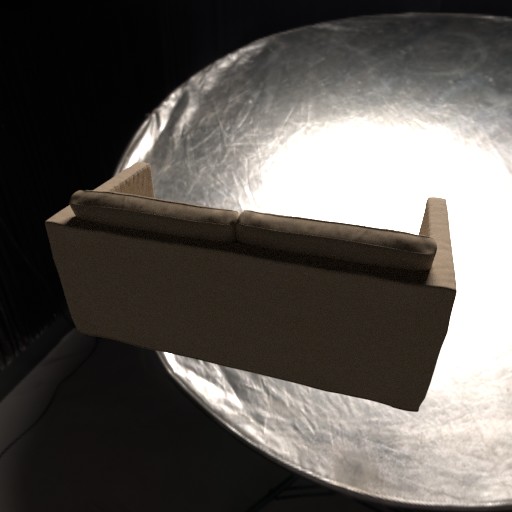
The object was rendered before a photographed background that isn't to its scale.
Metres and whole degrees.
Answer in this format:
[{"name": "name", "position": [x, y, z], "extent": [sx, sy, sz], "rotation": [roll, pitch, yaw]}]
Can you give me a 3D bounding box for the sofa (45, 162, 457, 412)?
[{"name": "sofa", "position": [0.000, 0.000, 2.506], "extent": [1.987, 0.847, 0.956], "rotation": [9, 33, 15]}]
